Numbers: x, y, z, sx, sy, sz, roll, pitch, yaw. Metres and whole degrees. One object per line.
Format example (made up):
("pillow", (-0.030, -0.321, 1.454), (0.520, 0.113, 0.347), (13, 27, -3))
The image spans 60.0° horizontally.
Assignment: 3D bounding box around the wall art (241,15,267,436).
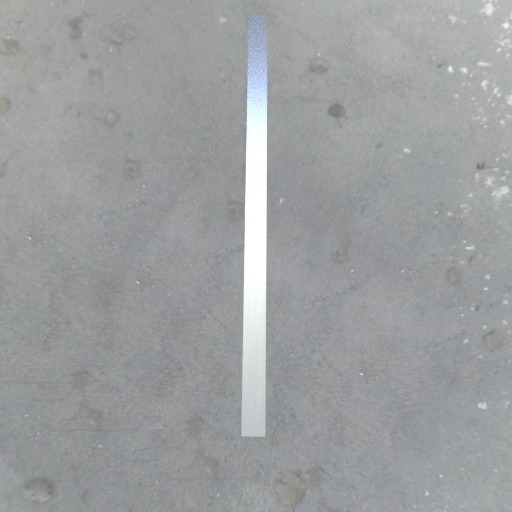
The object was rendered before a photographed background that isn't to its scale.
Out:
("wall art", (0.000, 0.000, 1.195), (0.038, 0.806, 0.806), (1, 75, 0))
